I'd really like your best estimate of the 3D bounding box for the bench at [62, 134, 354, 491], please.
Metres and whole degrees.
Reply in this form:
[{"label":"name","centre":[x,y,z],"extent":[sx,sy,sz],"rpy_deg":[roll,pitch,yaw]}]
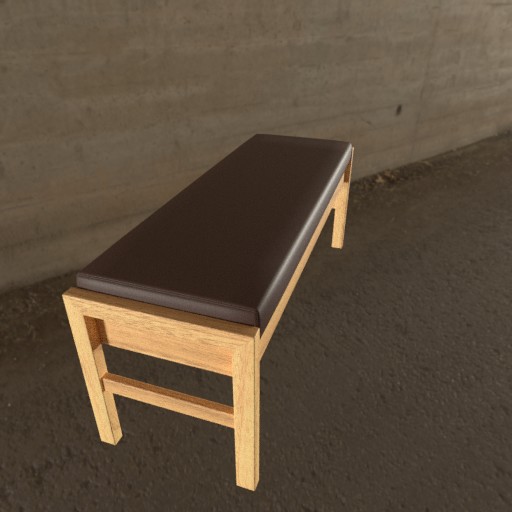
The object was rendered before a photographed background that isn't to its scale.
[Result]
[{"label":"bench","centre":[0.000,0.000,1.416],"extent":[0.405,0.480,1.200],"rpy_deg":[10,32,16]}]
